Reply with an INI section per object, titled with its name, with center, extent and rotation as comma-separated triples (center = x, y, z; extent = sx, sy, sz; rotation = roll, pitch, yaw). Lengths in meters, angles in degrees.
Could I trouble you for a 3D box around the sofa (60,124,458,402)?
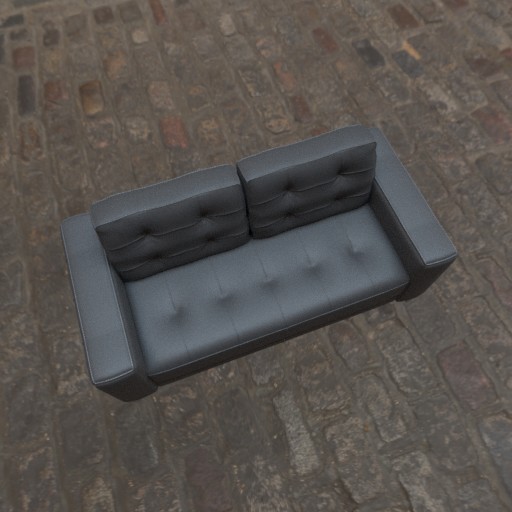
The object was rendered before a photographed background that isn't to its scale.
[sofa]
center = 0.000, 0.000, 2.224
extent = 1.726, 0.893, 0.833
rotation = -18, 66, -9
